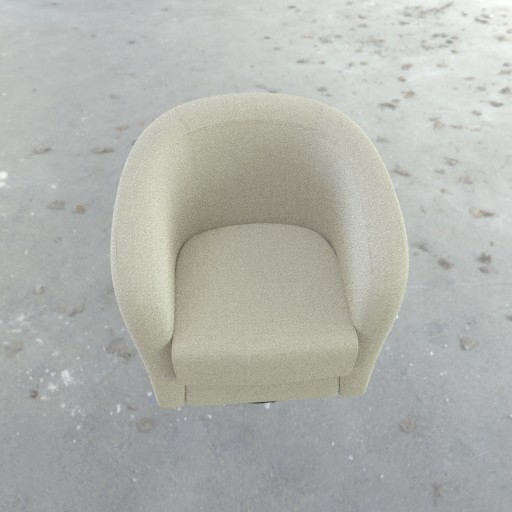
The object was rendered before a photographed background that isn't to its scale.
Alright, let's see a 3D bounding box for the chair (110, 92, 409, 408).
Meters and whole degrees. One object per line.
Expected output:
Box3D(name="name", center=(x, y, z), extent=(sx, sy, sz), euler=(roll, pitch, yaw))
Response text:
Box3D(name="chair", center=(0.000, 0.000, 1.473), extent=(0.791, 0.771, 0.815), euler=(-3, 45, -3))
